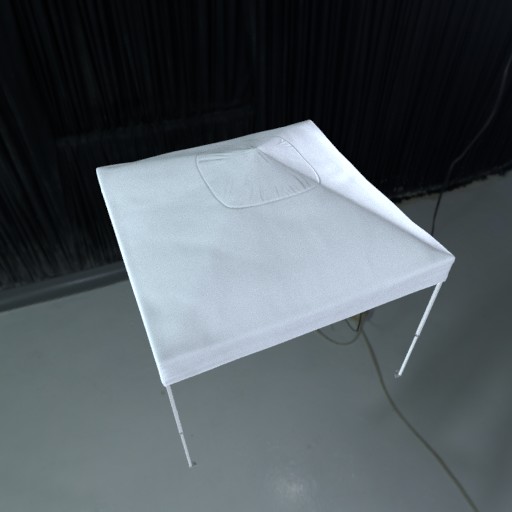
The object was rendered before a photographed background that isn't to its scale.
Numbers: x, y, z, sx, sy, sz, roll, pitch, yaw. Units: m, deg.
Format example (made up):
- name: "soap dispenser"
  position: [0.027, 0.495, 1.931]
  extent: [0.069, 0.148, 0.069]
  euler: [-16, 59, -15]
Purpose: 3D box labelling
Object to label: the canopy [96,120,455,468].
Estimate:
- name: "canopy"
  position: [0.000, 0.000, 5.402]
  extent: [2.998, 2.997, 2.996]
  euler: [-17, 48, -16]
